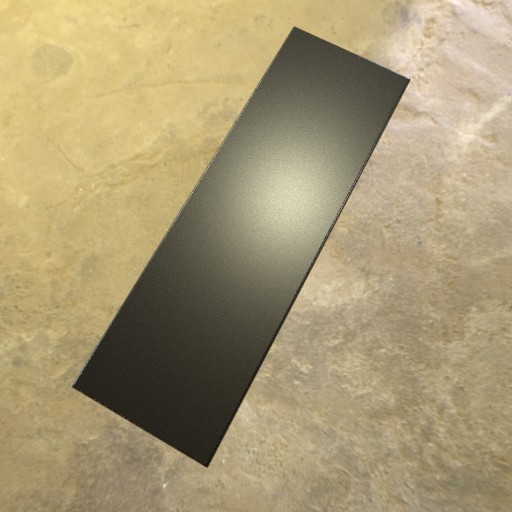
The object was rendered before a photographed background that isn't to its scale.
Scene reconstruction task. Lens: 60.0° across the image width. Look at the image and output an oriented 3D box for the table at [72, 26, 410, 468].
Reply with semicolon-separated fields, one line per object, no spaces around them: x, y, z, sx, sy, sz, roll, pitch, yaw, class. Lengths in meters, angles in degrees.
0.000;0.000;1.580;0.386;0.819;1.191;28;78;7;table
